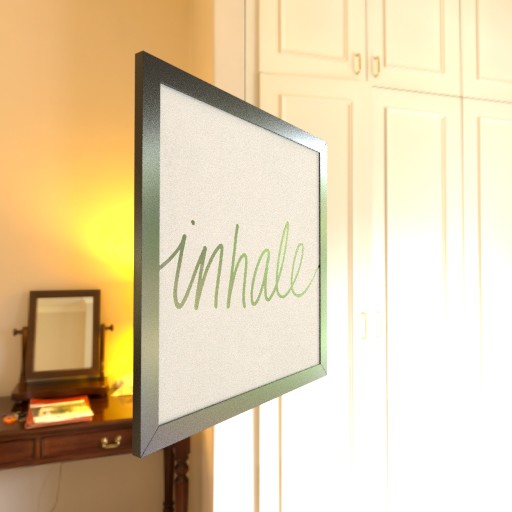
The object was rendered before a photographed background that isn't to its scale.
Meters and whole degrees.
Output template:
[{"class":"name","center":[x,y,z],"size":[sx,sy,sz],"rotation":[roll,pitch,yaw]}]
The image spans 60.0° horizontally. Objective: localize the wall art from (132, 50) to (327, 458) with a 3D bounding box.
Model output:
[{"class":"wall art","center":[0.000,0.000,0.667],"size":[0.014,0.445,0.446],"rotation":[-1,-1,36]}]
